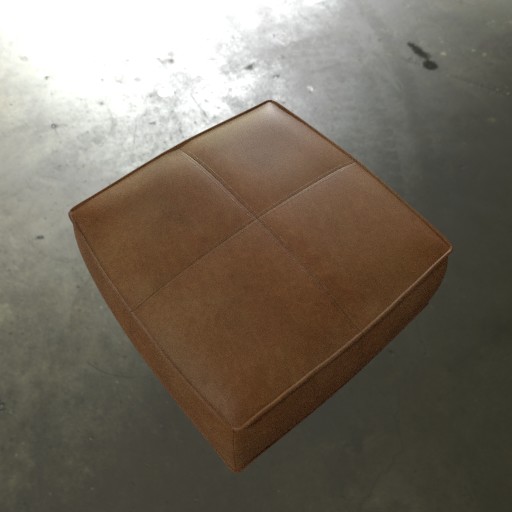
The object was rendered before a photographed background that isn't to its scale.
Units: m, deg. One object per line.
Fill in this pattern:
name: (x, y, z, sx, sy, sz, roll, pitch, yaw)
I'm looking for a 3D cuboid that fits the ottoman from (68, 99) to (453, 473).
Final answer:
ottoman: (0.000, 0.000, 1.394, 0.901, 0.395, 0.902, -35, 65, -19)
